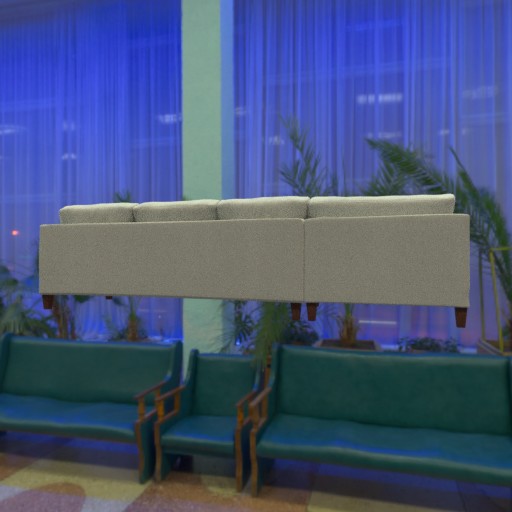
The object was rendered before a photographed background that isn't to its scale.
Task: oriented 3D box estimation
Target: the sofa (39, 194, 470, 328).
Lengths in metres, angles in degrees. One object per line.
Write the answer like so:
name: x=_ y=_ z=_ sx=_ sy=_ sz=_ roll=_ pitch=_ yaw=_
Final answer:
sofa: x=0.000 y=0.000 z=3.881 sx=3.186 sy=0.861 sz=1.625 roll=0 pitch=0 yaw=17
